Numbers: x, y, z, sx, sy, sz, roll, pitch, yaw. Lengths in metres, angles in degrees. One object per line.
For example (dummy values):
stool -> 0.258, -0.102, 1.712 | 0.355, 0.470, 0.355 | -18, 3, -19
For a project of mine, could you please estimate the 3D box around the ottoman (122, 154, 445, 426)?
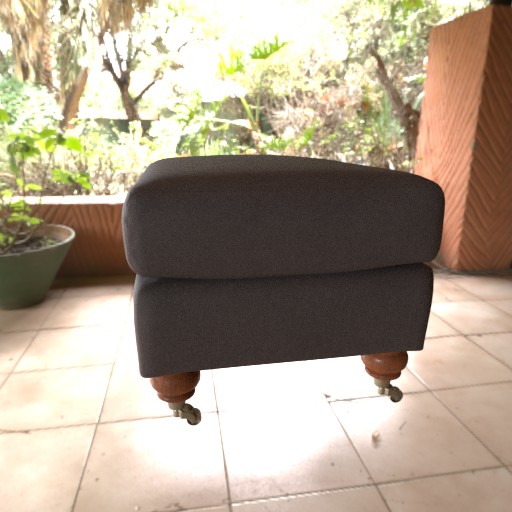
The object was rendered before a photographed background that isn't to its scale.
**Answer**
ottoman -> 0.000, 0.000, 1.127 | 0.574, 0.497, 0.773 | -3, 15, -10
